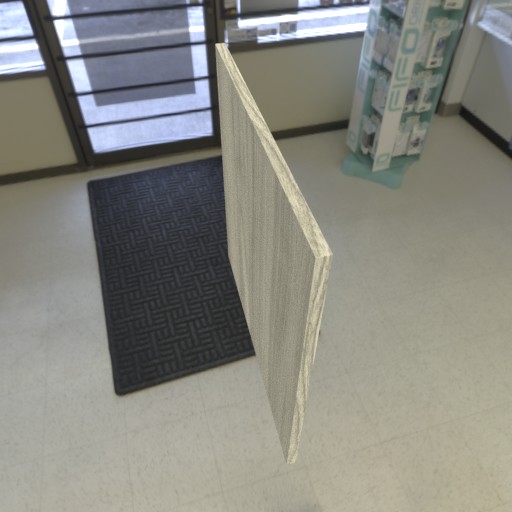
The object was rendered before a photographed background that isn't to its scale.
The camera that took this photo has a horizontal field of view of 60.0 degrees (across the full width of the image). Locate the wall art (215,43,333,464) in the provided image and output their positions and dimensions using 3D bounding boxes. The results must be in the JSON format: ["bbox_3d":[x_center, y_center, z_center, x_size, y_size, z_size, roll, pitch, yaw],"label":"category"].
[{"bbox_3d":[0.000,0.000,0.744,0.016,0.507,0.508,-10,47,-9],"label":"wall art"}]
